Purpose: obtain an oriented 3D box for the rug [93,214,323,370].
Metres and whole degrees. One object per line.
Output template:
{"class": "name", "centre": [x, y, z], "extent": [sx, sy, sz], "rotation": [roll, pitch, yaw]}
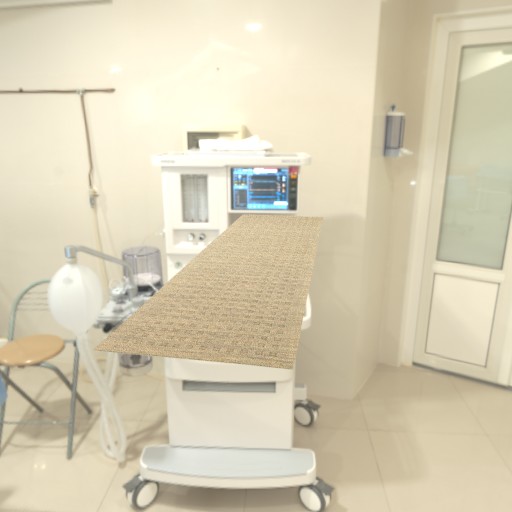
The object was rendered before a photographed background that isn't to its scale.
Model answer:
{"class": "rug", "centre": [0.000, 0.000, 2.608], "extent": [0.688, 0.005, 2.437], "rotation": [3, 17, 10]}
